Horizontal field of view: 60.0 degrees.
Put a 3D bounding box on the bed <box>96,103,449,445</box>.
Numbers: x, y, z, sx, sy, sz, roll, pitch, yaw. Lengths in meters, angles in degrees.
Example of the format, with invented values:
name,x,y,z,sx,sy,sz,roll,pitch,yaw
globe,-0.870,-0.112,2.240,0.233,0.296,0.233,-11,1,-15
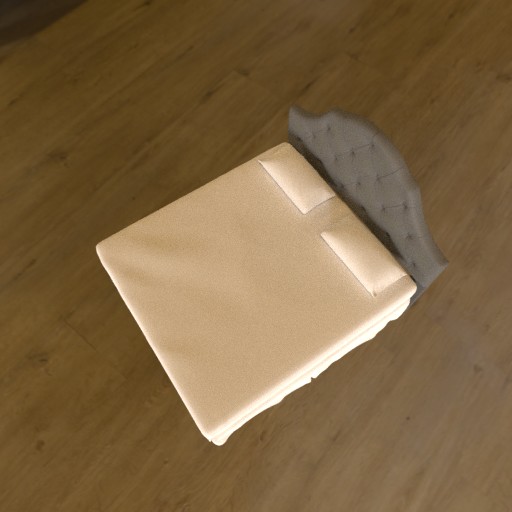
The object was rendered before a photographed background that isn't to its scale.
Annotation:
name,x,y,z,sx,sy,sz,roll,pitch,yaw
bed,0.000,0.000,3.655,2.214,1.615,2.008,-31,68,-14
